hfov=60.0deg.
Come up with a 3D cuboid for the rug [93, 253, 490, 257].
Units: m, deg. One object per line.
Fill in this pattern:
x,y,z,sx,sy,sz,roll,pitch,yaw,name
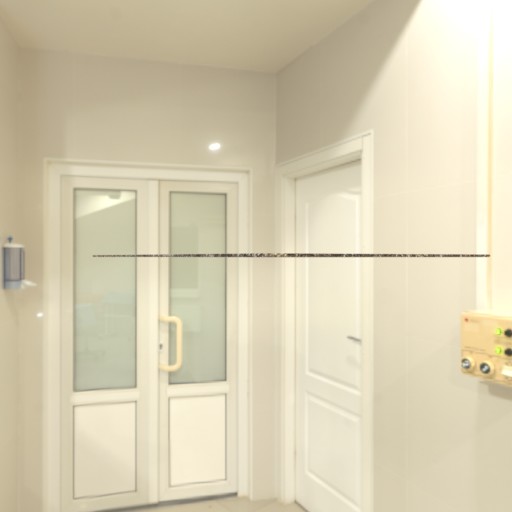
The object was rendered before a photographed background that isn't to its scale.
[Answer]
0.000,0.000,2.301,1.186,0.012,1.814,0,0,-35,rug
